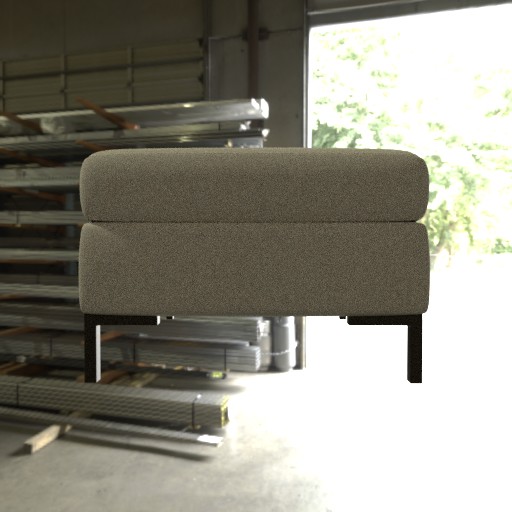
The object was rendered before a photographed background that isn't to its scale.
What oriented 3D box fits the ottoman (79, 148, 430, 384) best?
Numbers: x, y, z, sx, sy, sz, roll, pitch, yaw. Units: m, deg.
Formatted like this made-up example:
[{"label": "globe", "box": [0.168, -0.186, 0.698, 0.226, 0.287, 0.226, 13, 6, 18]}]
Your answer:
[{"label": "ottoman", "box": [0.000, 0.000, 1.177, 0.657, 0.453, 0.794, 0, 1, 0]}]
